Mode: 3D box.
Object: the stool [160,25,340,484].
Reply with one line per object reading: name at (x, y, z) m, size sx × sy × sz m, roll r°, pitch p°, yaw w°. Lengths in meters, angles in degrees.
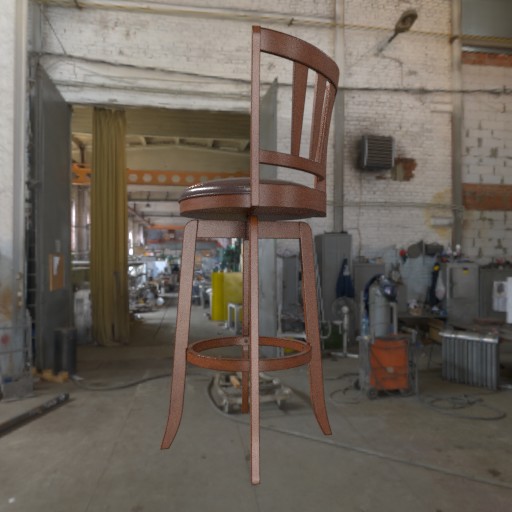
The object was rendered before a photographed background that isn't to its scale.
stool at (0.000, 0.000, 1.402) m, size 0.503 × 1.177 × 0.464 m, roll 0°, pitch -1°, yaw 37°
